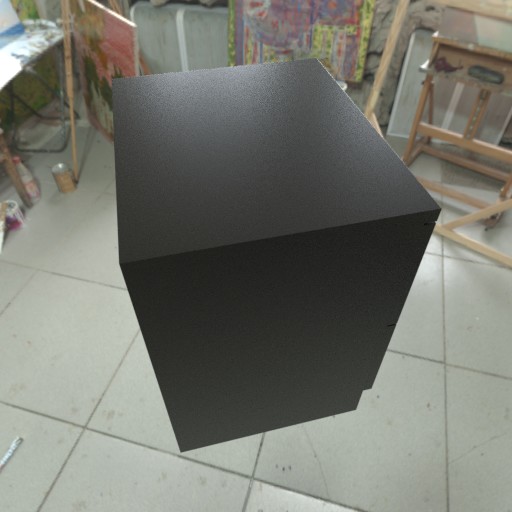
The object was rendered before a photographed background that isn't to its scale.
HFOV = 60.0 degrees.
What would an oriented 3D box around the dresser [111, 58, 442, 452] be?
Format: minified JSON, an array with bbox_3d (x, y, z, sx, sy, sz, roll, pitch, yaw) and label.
[{"bbox_3d":[0.000,0.000,0.746,0.360,0.470,0.400,-10,47,-9],"label":"dresser"}]
